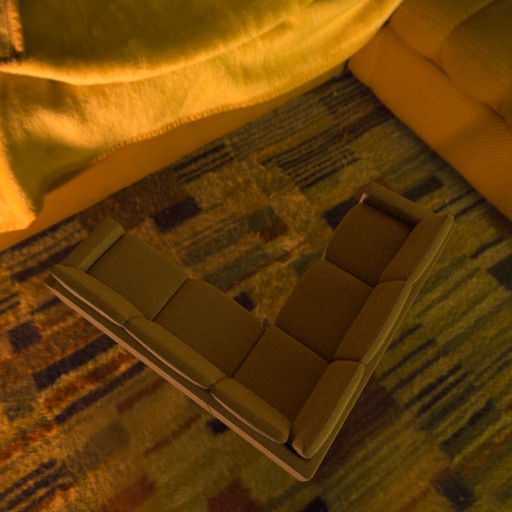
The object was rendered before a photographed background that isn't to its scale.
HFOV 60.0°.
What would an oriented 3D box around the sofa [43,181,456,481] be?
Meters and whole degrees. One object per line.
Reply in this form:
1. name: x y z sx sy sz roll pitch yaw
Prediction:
1. sofa: 0.000 0.000 4.072 2.742 0.800 2.622 32 67 15
